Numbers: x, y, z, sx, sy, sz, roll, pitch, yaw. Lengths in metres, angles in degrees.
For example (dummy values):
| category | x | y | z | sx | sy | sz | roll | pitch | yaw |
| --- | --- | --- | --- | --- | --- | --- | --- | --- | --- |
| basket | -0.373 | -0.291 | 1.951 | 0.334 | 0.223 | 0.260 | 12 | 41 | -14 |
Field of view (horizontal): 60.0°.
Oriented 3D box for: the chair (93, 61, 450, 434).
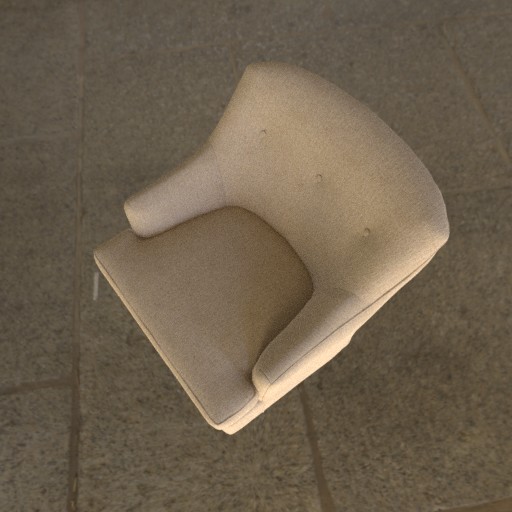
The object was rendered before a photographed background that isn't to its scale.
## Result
| category | x | y | z | sx | sy | sz | roll | pitch | yaw |
| --- | --- | --- | --- | --- | --- | --- | --- | --- | --- |
| chair | 0.000 | 0.000 | 1.575 | 0.923 | 0.856 | 0.864 | -35 | 68 | -16 |
